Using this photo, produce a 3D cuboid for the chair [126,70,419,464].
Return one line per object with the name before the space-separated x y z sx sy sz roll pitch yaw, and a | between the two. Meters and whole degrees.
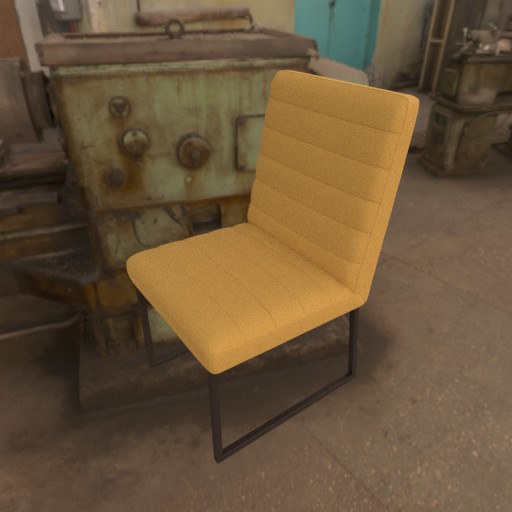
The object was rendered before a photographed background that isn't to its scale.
chair | 0.000 0.000 1.312 0.634 0.930 0.520 -21 37 -30
